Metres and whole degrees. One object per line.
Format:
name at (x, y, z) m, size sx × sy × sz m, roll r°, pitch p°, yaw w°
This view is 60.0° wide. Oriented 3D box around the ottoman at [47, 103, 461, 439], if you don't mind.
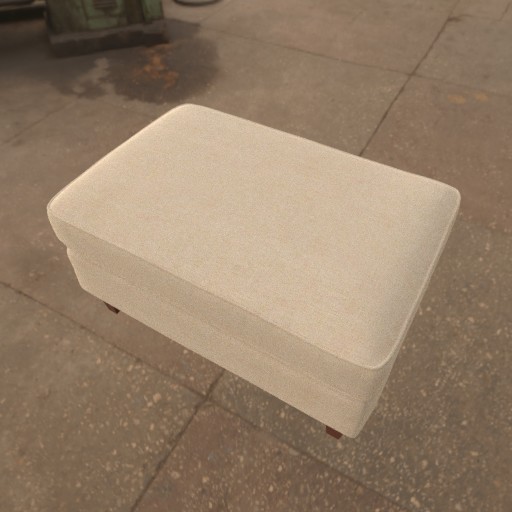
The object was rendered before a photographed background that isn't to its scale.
ottoman at (0.000, 0.000, 1.205) m, size 0.862 × 0.484 × 0.583 m, roll 24°, pitch 52°, yaw 20°
